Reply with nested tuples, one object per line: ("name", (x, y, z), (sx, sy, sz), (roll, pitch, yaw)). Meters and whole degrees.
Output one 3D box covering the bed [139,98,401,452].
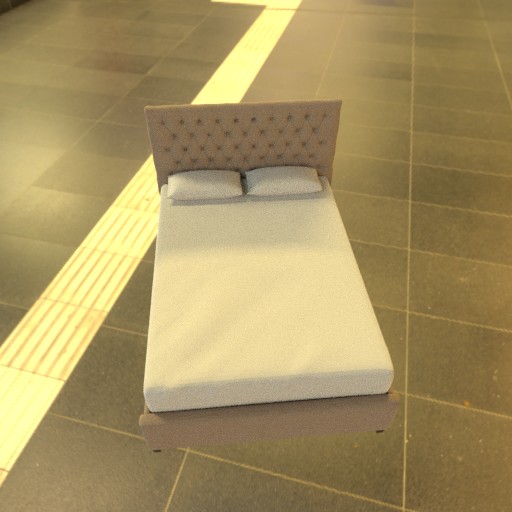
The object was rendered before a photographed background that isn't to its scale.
("bed", (0.000, 0.000, 3.459), (1.698, 1.427, 2.387), (-4, 45, -4))
